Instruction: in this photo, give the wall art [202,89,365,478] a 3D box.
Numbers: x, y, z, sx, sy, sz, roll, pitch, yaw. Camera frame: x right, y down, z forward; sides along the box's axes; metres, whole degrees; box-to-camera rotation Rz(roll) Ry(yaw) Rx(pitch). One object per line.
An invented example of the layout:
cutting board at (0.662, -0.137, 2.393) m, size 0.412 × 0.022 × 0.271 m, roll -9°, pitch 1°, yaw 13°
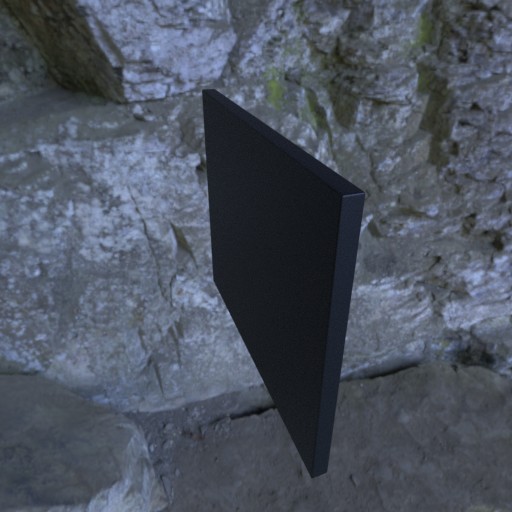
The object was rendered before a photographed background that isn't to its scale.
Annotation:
wall art at (0.000, 0.000, 0.771) m, size 0.031 × 0.457 × 0.558 m, roll -11°, pitch 33°, yaw -17°
